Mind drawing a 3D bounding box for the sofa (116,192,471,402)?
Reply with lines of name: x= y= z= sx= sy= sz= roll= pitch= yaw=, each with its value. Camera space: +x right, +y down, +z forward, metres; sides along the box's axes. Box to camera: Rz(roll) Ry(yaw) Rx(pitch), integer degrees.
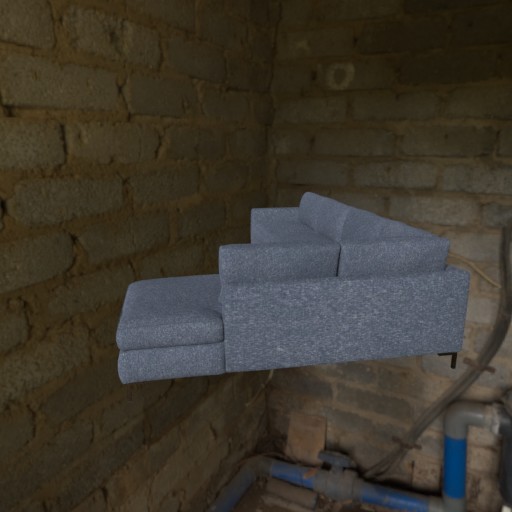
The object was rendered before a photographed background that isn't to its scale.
sofa: x=0.000 y=0.000 z=3.801 sx=2.007 sy=0.815 sz=2.949 roll=-3 pitch=14 yaw=-10
